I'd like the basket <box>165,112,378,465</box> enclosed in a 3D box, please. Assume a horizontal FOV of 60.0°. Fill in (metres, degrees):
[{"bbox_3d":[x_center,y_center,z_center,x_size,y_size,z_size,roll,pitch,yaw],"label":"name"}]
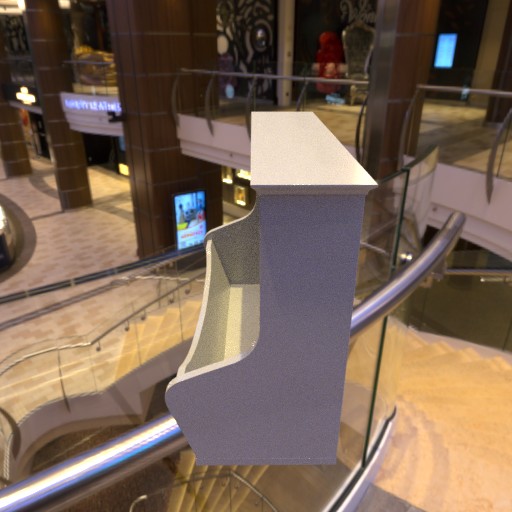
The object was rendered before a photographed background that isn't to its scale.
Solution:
[{"bbox_3d":[0.000,0.000,1.125,0.350,0.600,0.780,0,25,0],"label":"basket"}]
